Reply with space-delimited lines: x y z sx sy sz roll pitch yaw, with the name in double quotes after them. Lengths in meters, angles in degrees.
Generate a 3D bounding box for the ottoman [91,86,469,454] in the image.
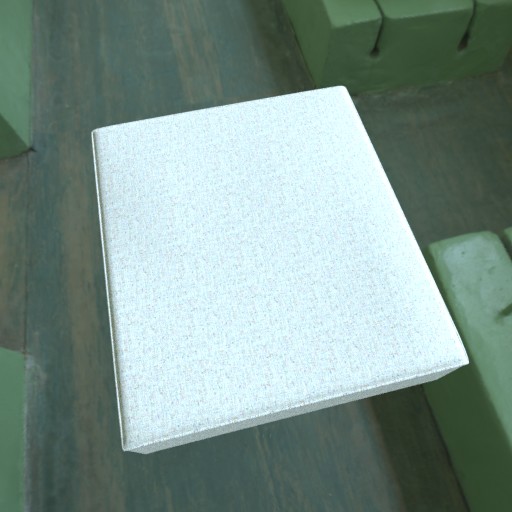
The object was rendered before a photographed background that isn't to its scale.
0.000 0.000 1.198 0.736 0.303 0.835 -12 64 -6 "ottoman"
